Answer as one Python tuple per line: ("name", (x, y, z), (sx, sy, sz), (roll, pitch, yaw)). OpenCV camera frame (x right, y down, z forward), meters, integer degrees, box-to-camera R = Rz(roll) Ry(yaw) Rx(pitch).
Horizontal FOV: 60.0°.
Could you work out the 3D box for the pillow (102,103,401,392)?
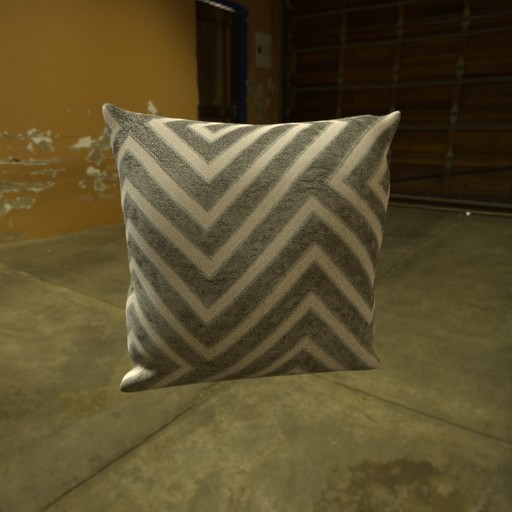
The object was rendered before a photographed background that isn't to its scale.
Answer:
("pillow", (0.000, 0.000, 0.681), (0.440, 0.441, 0.182), (-2, 15, -8))
